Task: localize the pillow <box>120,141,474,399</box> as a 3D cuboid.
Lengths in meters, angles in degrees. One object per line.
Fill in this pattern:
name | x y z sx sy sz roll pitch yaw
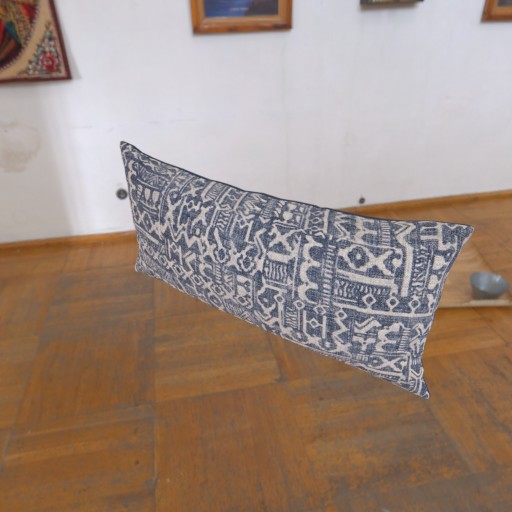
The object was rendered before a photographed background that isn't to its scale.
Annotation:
pillow | 0.000 0.000 0.741 0.631 0.292 0.148 19 37 28
